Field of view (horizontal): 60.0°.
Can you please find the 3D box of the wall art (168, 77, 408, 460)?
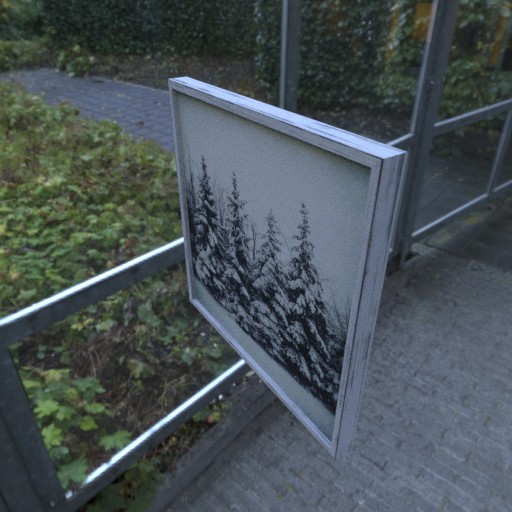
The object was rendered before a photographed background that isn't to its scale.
[{"bbox_3d":[0.000,0.000,0.766,0.038,0.506,0.506,-20,37,-29],"label":"wall art"}]
